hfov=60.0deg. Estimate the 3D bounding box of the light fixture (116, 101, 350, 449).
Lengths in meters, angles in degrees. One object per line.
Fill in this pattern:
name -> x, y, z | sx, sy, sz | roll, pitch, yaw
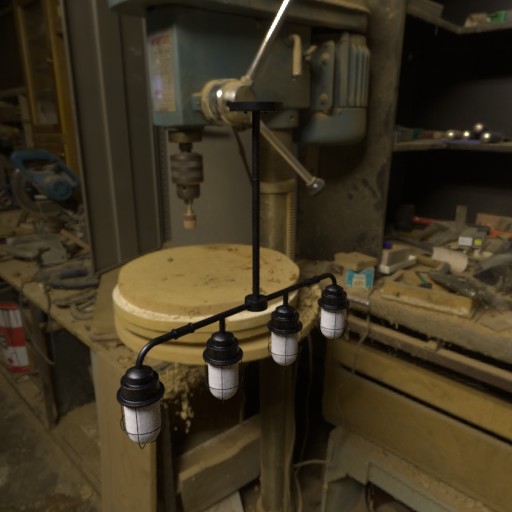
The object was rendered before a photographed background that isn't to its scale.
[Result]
light fixture -> 0.000, 0.000, 1.199 | 0.852, 0.785, 0.131 | -16, 24, -42
